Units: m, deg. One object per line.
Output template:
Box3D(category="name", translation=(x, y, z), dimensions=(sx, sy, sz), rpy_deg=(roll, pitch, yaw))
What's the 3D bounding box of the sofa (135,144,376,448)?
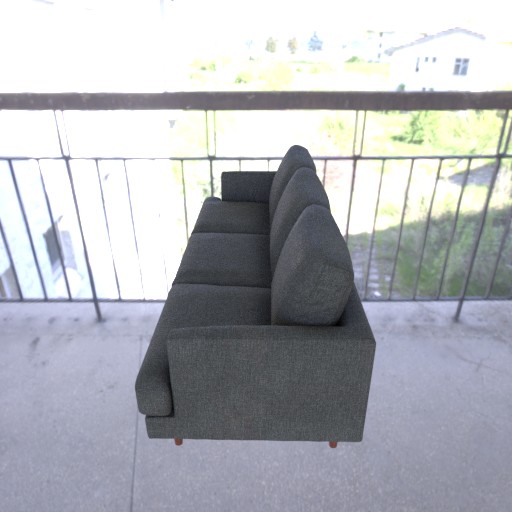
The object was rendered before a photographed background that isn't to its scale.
Box3D(category="sofa", translation=(0.000, 0.000, 2.650), dimensions=(0.903, 0.930, 2.246), rpy_deg=(1, 26, 1))
